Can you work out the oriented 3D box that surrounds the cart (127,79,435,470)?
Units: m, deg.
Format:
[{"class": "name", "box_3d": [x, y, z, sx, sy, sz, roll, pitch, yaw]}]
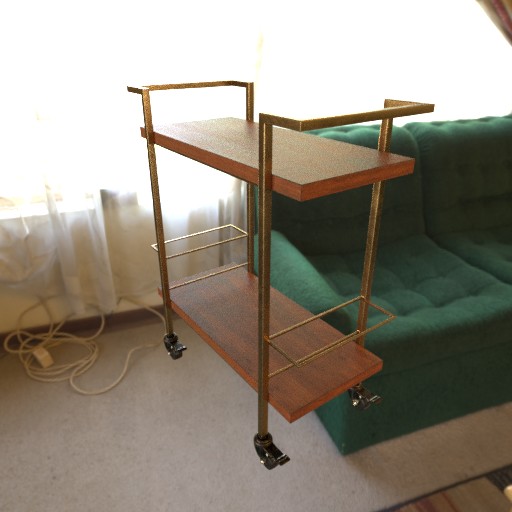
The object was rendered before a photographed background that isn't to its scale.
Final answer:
[{"class": "cart", "box_3d": [0.000, 0.000, 1.163, 0.364, 0.807, 0.695, -18, 31, -32]}]
